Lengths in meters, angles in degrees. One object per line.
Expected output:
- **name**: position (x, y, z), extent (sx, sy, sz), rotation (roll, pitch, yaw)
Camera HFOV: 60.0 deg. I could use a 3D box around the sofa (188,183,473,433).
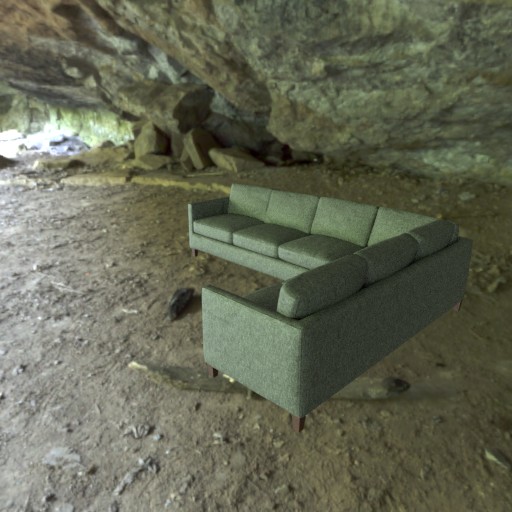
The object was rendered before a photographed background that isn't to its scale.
- **sofa**: position (0.000, 0.000, 4.495), extent (2.593, 0.947, 3.302), rotation (-18, 26, -42)
